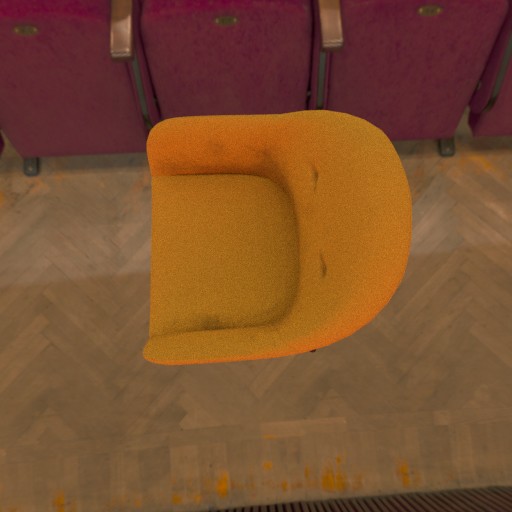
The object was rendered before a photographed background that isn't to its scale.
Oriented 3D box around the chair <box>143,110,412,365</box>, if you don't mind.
[{"bbox_3d":[0.000,0.000,1.157,0.565,0.775,0.545,-3,75,-1],"label":"chair"}]
